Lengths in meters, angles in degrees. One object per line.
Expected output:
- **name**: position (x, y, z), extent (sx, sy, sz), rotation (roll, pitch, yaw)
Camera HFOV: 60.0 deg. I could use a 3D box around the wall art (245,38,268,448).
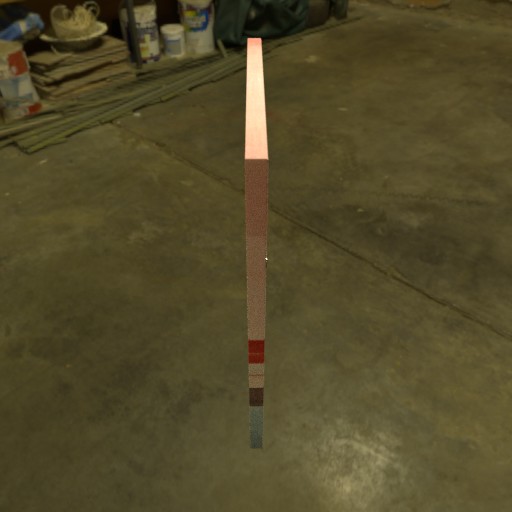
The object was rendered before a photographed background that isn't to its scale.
- **wall art**: position (0.000, 0.000, 1.182), extent (0.038, 0.914, 0.610), rotation (0, 41, 0)
